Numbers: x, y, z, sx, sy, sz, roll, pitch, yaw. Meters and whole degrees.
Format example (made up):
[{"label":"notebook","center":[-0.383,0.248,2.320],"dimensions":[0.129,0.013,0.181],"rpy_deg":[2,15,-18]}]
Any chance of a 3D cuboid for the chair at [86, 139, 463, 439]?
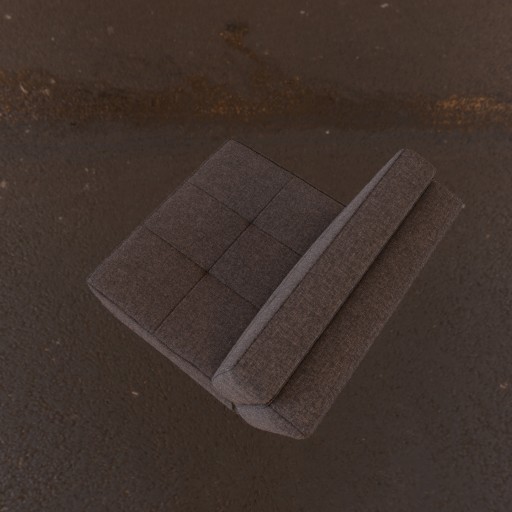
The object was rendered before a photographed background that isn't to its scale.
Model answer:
[{"label":"chair","center":[0.000,0.000,1.314],"dimensions":[0.800,0.615,0.740],"rpy_deg":[35,68,16]}]
